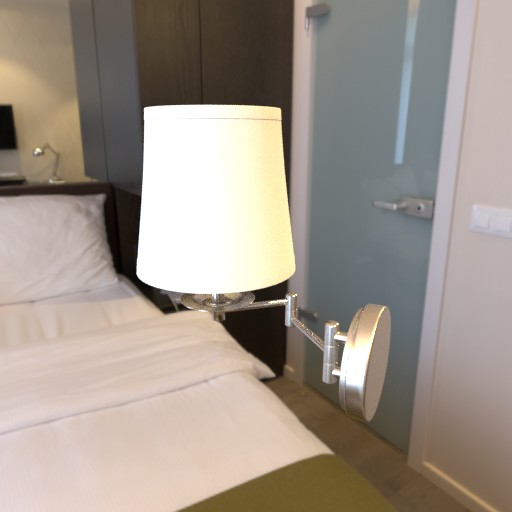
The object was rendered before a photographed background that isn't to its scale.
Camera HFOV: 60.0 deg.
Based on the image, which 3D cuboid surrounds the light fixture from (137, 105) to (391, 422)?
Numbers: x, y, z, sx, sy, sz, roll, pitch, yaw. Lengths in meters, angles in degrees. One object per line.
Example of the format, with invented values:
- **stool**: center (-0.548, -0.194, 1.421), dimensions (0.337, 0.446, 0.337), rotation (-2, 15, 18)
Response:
- **light fixture**: center (0.000, 0.000, 0.601), dimensions (0.348, 0.381, 0.223), rotation (8, 17, 26)
